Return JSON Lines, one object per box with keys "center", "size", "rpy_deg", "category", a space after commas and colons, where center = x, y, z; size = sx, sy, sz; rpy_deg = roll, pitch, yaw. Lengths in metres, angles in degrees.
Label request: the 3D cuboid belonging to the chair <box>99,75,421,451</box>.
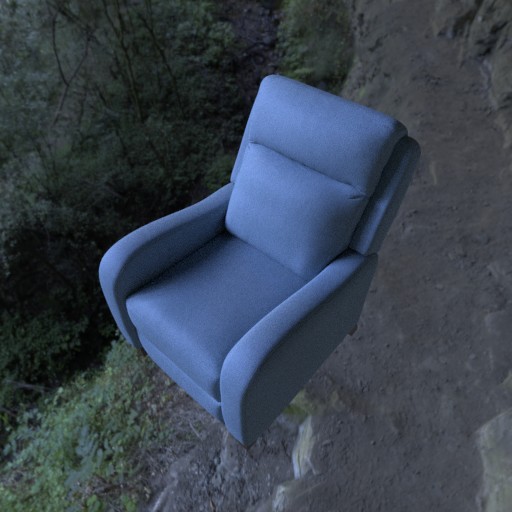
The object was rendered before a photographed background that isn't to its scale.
{"center": [0.000, 0.000, 1.768], "size": [0.785, 1.067, 0.988], "rpy_deg": [32, 54, 27], "category": "chair"}
